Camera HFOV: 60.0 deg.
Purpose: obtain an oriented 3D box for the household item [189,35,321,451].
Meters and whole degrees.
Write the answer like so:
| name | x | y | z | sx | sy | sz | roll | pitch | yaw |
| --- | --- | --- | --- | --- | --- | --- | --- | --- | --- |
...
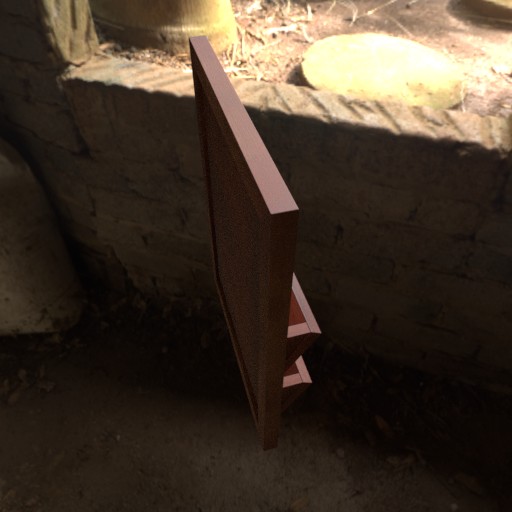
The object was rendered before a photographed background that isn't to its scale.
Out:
| name | x | y | z | sx | sy | sz | roll | pitch | yaw |
| --- | --- | --- | --- | --- | --- | --- | --- | --- | --- |
| household item | 0.000 | 0.000 | 0.539 | 0.067 | 0.407 | 0.310 | -12 | 47 | -11 |
